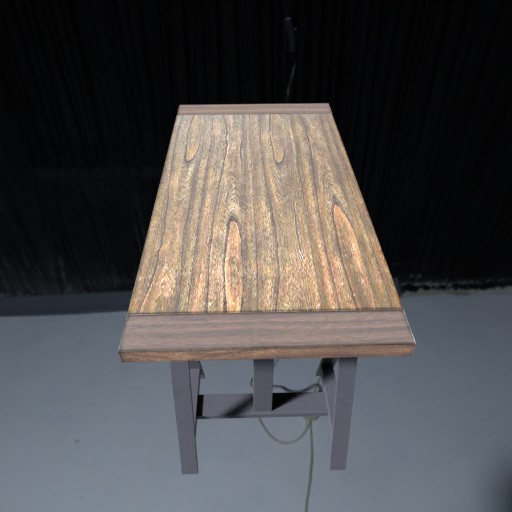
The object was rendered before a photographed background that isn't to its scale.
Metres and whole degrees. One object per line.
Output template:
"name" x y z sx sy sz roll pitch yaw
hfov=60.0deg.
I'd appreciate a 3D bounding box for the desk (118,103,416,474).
"desk" 0.000 0.000 1.941 0.784 0.725 1.543 -1 42 -1
